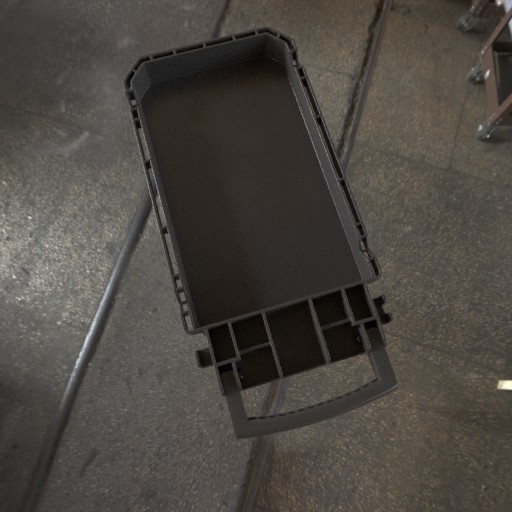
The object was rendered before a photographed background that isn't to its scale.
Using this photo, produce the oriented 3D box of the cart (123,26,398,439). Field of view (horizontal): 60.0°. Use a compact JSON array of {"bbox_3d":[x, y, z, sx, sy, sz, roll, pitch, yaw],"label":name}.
[{"bbox_3d":[0.000,0.000,1.545,0.497,0.884,1.061,-16,75,-4],"label":"cart"}]
